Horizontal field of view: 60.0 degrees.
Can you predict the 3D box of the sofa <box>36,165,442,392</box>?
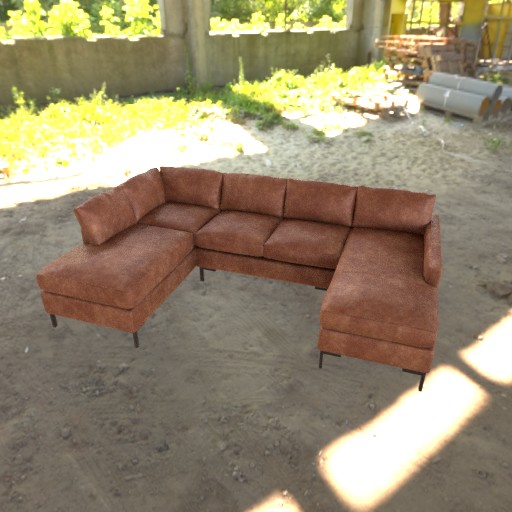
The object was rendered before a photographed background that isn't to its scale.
[{"bbox_3d":[0.000,0.000,3.809,2.956,0.900,1.939,9,29,17],"label":"sofa"}]
